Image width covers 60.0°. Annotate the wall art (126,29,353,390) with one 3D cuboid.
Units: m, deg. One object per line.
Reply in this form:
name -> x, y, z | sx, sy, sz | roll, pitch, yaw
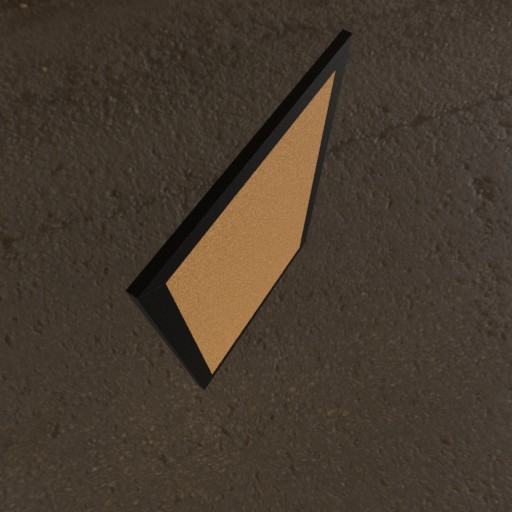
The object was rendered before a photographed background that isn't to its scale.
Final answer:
wall art -> 0.000, 0.000, 0.584 | 0.011, 0.459, 0.326 | 31, 69, 13
